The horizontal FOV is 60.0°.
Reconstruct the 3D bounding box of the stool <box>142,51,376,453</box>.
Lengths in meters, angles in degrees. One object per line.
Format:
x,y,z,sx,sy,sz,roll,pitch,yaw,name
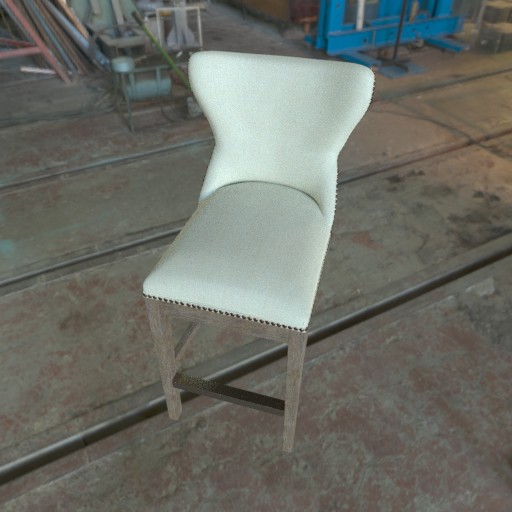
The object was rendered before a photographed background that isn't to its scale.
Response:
0.000,0.000,1.293,0.498,0.981,0.608,11,41,12,stool
